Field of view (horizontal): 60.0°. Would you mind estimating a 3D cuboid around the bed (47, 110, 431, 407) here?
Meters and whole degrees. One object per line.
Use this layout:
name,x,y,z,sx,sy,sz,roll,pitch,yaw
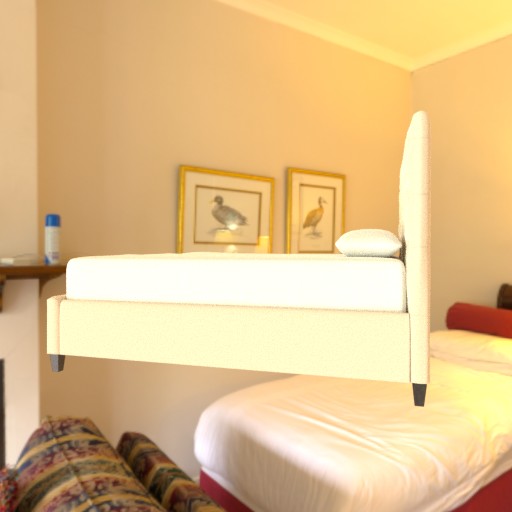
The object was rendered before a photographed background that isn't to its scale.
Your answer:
bed,0.000,0.000,3.224,2.233,1.426,1.696,0,1,16
